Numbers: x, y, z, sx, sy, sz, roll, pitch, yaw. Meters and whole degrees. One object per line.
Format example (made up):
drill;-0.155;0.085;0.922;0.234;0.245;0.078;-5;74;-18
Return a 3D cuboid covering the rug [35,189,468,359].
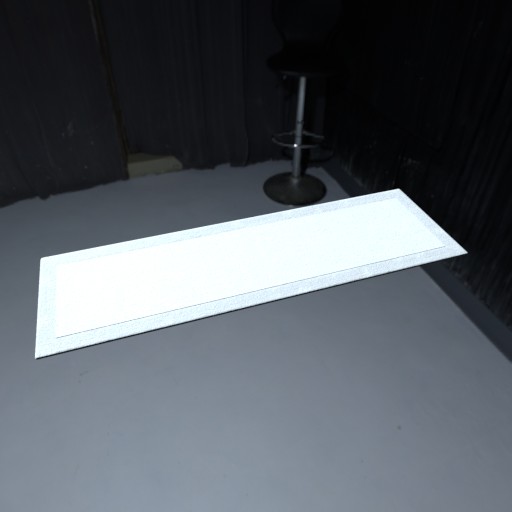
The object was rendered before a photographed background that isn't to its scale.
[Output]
rug;0.000;0.000;2.636;2.430;0.012;0.759;-12;42;-14
